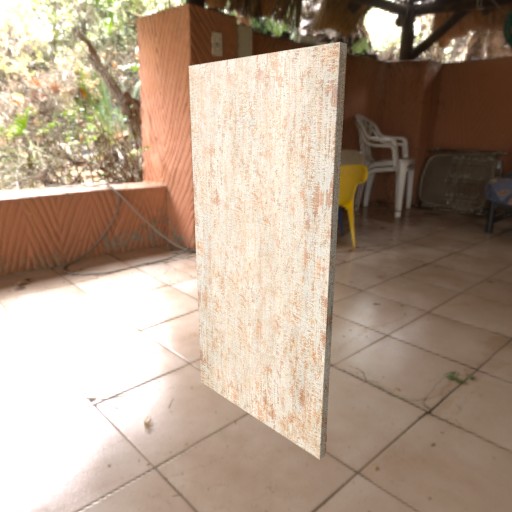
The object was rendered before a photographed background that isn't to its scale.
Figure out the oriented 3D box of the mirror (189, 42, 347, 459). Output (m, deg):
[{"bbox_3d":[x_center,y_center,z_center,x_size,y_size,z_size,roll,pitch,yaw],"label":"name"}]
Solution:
[{"bbox_3d":[0.000,0.000,1.113,0.027,0.922,0.472,-15,22,-42],"label":"mirror"}]
